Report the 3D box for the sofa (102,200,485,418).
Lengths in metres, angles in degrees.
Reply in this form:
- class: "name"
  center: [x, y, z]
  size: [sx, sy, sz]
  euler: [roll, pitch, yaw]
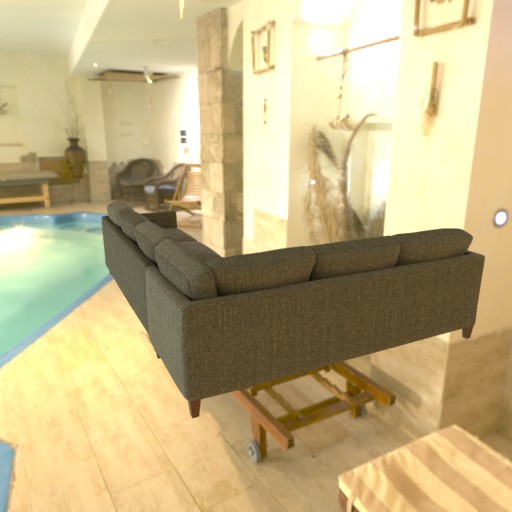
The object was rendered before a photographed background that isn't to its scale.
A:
- class: "sofa"
  center: [0.000, 0.000, 4.509]
  size: [2.593, 0.947, 3.302]
  euler: [-8, 17, -25]
